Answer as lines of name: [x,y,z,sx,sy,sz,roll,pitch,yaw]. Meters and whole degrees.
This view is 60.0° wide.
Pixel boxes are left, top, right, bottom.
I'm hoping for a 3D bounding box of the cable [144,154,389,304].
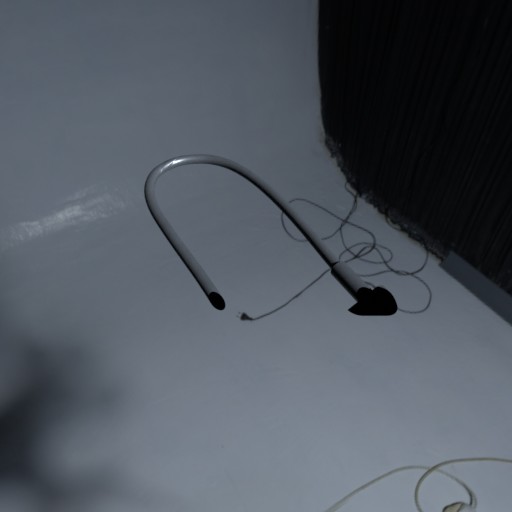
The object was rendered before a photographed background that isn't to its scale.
cable: [0.000,0.000,0.110,0.041,0.005,0.098,-22,50,-20]
